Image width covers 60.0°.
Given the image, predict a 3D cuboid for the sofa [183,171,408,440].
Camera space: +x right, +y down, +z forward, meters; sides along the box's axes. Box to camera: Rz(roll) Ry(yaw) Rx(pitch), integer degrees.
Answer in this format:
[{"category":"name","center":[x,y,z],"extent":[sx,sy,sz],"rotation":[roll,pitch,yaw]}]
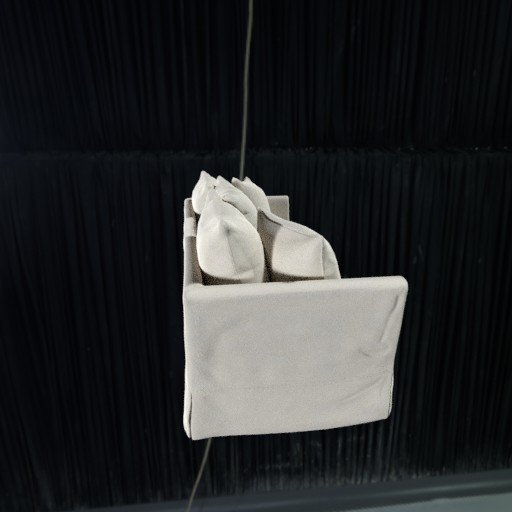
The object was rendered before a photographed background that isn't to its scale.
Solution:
[{"category":"sofa","center":[0.000,0.000,3.121],"extent":[1.046,1.047,2.499],"rotation":[-2,17,-8]}]
